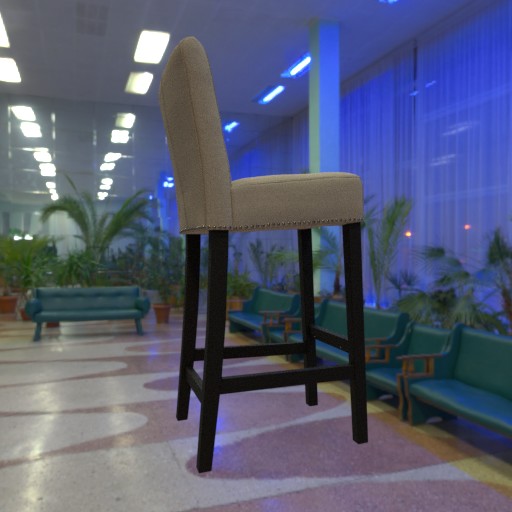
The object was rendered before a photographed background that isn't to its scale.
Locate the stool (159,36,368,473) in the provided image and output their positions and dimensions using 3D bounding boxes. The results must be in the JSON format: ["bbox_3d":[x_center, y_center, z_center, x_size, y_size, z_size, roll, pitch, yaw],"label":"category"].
[{"bbox_3d":[0.000,0.000,1.310,0.548,1.047,0.411,0,1,-19],"label":"stool"}]
